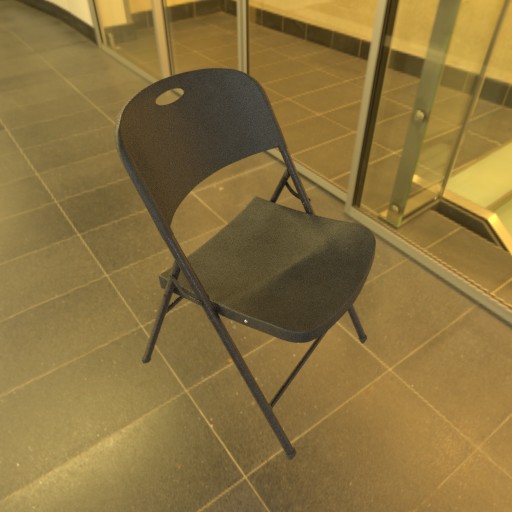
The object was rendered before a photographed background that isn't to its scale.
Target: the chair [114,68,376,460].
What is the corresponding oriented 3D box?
[{"bbox_3d":[0.000,0.000,1.172,0.566,0.810,0.494,24,47,25],"label":"chair"}]
